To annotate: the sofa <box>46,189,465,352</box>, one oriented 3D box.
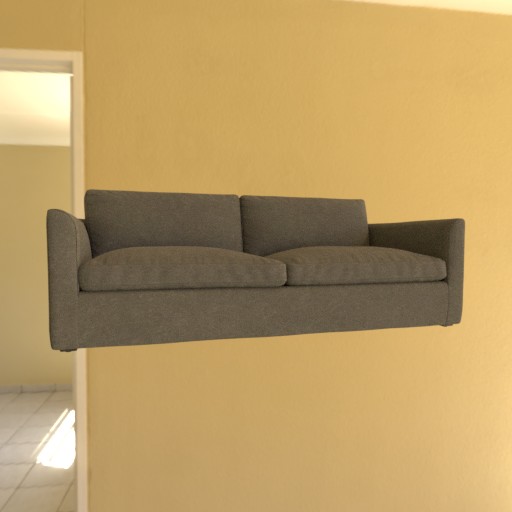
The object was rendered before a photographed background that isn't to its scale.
[{"bbox_3d":[0.000,0.000,2.756,2.257,0.838,1.092,0,1,-18],"label":"sofa"}]
